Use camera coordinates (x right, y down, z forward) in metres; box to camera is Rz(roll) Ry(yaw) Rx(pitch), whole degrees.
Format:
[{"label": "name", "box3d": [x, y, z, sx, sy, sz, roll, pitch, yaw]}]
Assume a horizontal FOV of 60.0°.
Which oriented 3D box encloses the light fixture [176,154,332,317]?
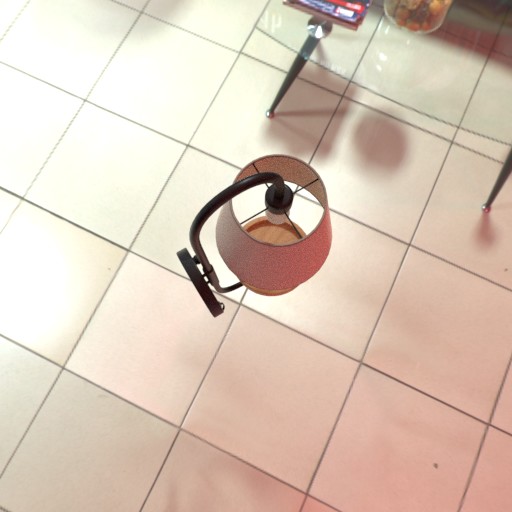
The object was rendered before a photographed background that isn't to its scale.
[{"label": "light fixture", "box3d": [0.000, 0.000, 0.931, 0.299, 0.821, 0.220, -31, 78, -7]}]
